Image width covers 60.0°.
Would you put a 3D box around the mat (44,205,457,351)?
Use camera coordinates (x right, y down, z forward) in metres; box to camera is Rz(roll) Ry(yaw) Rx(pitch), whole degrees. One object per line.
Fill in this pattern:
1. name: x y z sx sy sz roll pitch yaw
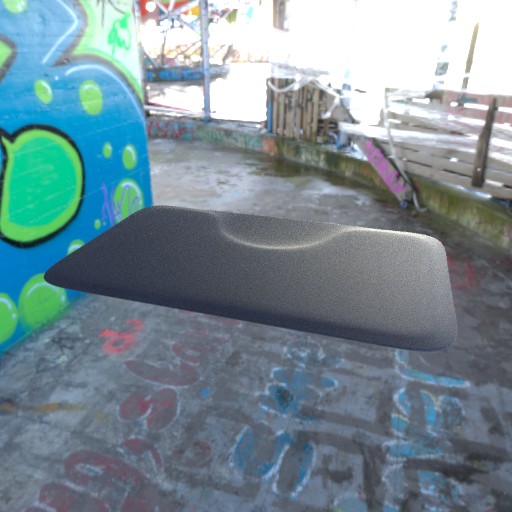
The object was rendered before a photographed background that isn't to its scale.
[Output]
1. mat: 0.000 0.000 1.857 1.524 0.013 0.918 8 27 15
